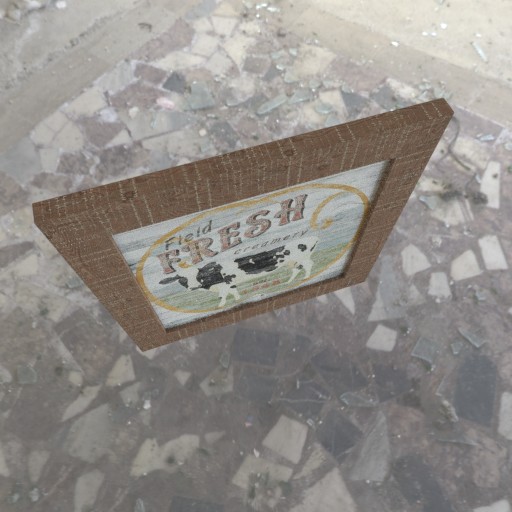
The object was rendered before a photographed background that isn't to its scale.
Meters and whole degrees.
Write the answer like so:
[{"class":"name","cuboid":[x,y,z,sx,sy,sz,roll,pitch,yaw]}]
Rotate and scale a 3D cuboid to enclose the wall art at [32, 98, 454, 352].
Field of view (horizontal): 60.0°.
[{"class":"wall art","cuboid":[0.000,0.000,0.775,0.531,0.531,0.029,-16,64,-8]}]
